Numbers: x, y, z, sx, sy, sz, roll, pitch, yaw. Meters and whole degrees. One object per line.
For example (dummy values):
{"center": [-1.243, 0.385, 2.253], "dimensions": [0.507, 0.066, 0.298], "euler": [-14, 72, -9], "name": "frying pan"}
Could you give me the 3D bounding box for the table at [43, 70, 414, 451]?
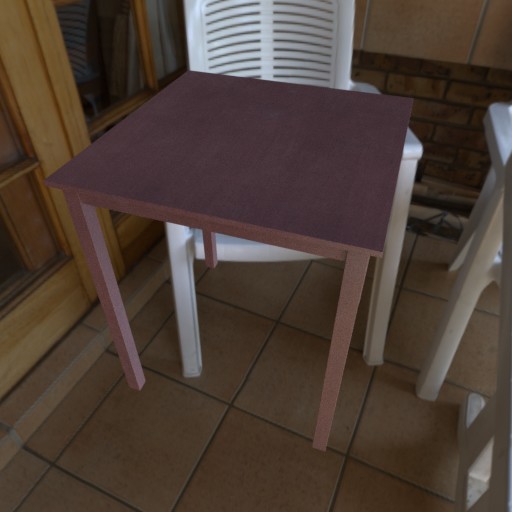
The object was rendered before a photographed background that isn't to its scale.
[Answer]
{"center": [0.000, 0.000, 1.668], "dimensions": [0.861, 0.991, 0.861], "euler": [13, 43, 14], "name": "table"}
